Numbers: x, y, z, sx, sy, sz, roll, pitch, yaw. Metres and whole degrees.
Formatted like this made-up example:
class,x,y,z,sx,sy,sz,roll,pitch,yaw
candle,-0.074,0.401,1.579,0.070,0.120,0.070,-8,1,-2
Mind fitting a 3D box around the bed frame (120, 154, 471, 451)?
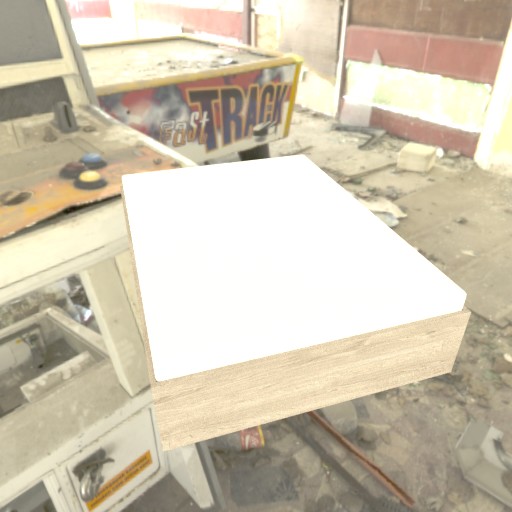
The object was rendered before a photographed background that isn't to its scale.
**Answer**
class,x,y,z,sx,sy,sz,roll,pitch,yaw
bed frame,0.000,0.000,2.702,1.448,0.490,1.944,-10,34,-15
